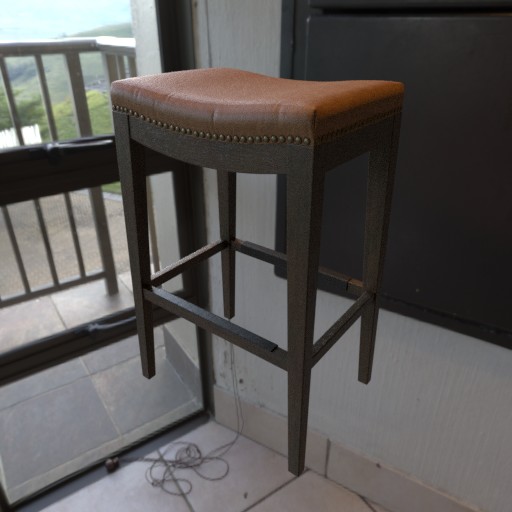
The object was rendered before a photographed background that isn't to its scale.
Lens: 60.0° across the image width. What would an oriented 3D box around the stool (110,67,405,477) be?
[{"bbox_3d":[0.000,0.000,1.018,0.500,0.759,0.361,20,34,32],"label":"stool"}]
